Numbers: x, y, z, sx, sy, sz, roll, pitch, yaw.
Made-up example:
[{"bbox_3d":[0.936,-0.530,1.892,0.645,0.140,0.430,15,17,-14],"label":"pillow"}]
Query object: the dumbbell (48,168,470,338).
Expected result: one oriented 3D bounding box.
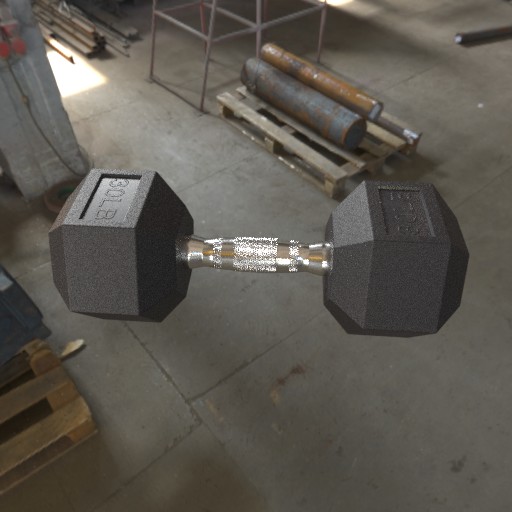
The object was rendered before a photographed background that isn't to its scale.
[{"bbox_3d":[0.000,0.000,0.395,0.337,0.123,0.142,3,47,3],"label":"dumbbell"}]
